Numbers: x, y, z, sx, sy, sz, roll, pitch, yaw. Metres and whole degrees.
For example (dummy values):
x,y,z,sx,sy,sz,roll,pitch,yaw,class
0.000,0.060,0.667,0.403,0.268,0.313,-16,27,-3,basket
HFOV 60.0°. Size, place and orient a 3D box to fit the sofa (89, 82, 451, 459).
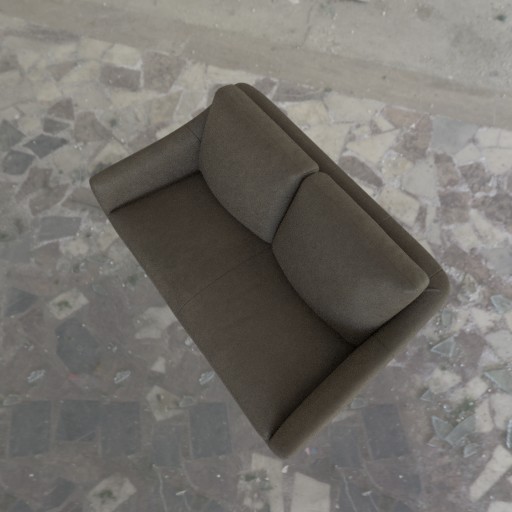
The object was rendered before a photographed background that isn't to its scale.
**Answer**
x,y,z,sx,sy,sz,roll,pitch,yaw,class
0.000,0.000,2.190,0.960,0.902,1.619,-34,68,-16,sofa
